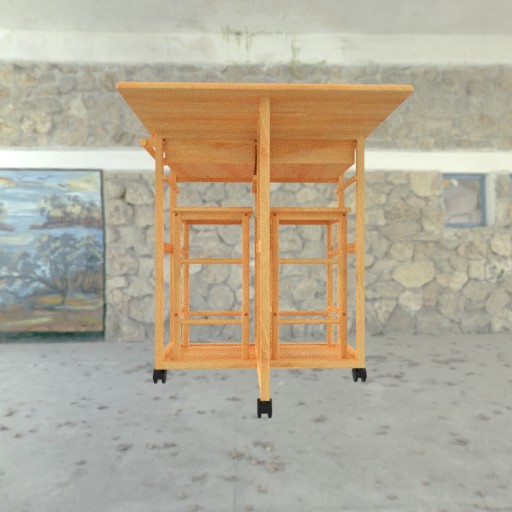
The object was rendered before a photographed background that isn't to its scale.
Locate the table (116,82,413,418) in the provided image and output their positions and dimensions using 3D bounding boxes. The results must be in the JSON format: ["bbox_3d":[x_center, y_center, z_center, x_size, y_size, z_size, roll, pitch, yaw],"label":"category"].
[{"bbox_3d":[0.000,0.000,1.412,0.752,0.832,0.693,0,0,-2],"label":"table"}]
